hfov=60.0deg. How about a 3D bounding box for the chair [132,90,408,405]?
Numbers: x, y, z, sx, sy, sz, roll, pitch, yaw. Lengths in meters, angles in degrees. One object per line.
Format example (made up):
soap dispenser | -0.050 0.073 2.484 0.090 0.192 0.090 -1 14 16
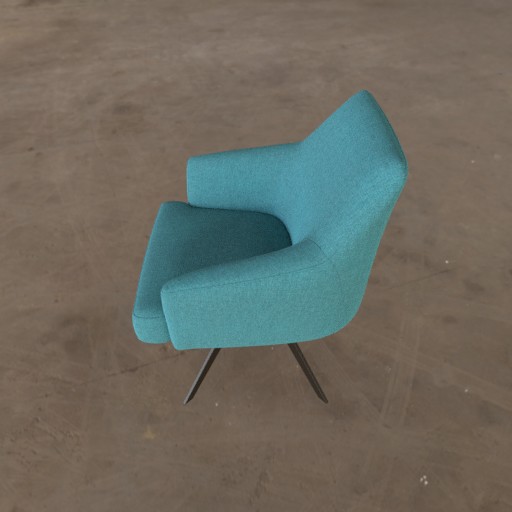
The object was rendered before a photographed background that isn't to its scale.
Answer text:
chair | 0.000 0.000 1.359 0.677 0.874 0.642 0 42 0
